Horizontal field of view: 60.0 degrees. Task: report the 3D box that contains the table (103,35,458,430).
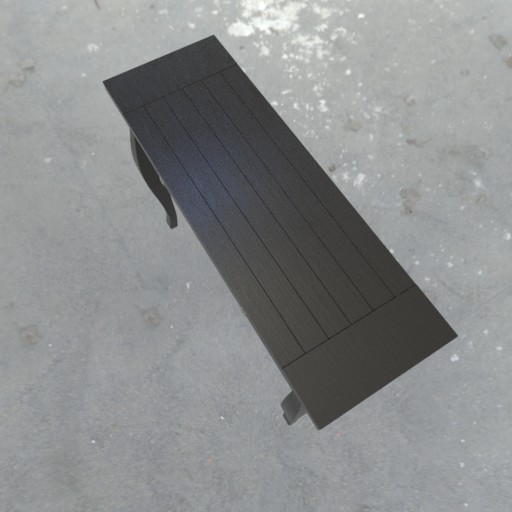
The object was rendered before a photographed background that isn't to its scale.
[{"bbox_3d":[0.000,0.000,1.437,0.373,0.768,1.062,-29,69,-12],"label":"table"}]
